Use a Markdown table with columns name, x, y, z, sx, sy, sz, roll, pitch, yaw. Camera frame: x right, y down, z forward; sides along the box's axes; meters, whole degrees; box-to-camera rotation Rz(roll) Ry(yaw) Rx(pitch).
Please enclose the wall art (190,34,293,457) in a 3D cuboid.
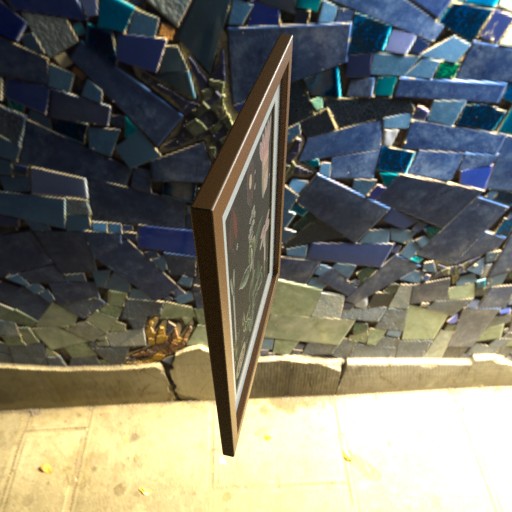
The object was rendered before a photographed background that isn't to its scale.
| name | x | y | z | sx | sy | sz | roll | pitch | yaw |
| --- | --- | --- | --- | --- | --- | --- | --- | --- | --- |
| wall art | 0.000 | 0.000 | 0.736 | 0.021 | 0.550 | 0.449 | 9 | 45 | 9 |
